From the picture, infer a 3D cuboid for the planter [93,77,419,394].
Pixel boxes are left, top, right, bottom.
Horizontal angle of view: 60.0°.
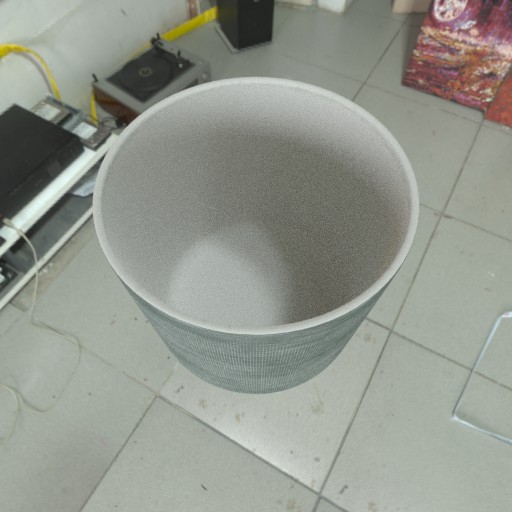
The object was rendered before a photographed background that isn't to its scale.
[{"bbox_3d":[0.000,0.000,0.775,0.440,0.398,0.440,0,59,0],"label":"planter"}]
